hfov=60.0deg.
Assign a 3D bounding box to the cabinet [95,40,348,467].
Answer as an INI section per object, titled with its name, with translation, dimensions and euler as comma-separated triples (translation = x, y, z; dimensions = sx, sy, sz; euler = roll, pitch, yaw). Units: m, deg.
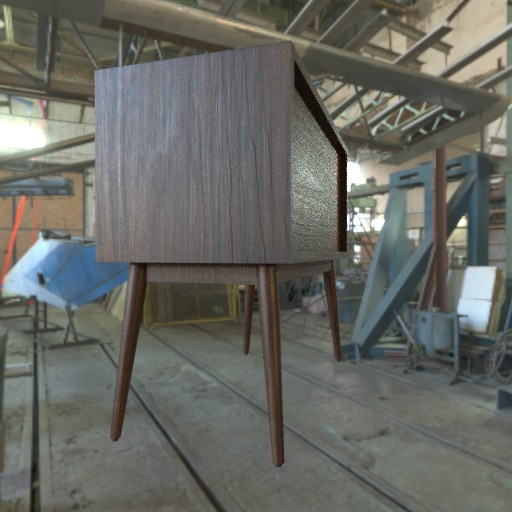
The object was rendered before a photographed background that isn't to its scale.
[cabinet]
translation = 0.000, 0.000, 1.076
dimensions = 0.354, 0.654, 0.743
euler = 0, 0, 18
